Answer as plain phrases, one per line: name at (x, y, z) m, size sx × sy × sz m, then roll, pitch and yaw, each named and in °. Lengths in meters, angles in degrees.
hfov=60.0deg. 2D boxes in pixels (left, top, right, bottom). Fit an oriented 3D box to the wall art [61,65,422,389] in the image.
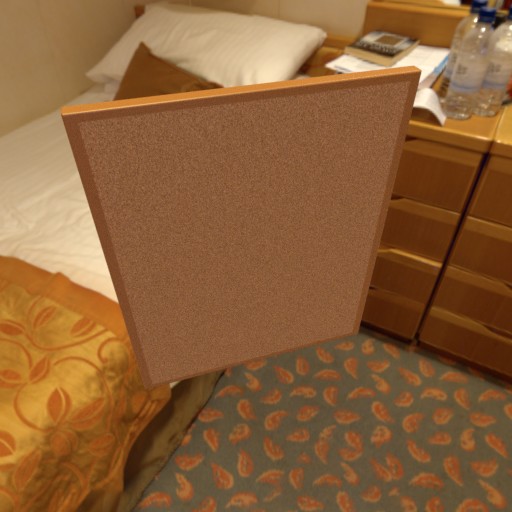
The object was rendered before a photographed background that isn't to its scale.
wall art at (0.000, 0.000, 0.496) m, size 0.310 × 0.379 × 0.015 m, roll -12°, pitch 43°, yaw -13°
